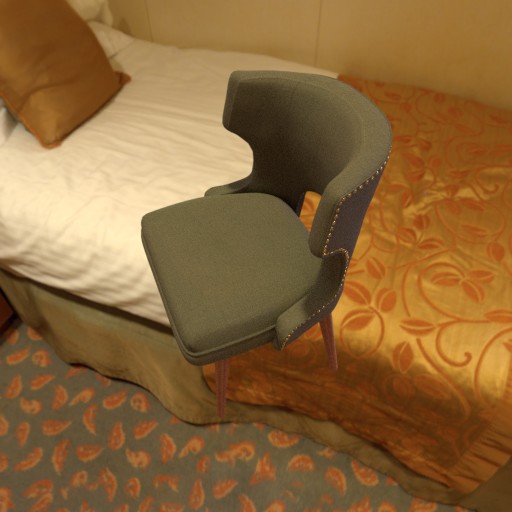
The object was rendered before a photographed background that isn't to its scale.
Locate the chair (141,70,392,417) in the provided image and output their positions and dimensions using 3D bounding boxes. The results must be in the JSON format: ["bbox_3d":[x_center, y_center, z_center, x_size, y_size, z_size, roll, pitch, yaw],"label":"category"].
[{"bbox_3d":[0.000,0.000,1.278,0.581,0.863,0.595,-17,50,-15],"label":"chair"}]
